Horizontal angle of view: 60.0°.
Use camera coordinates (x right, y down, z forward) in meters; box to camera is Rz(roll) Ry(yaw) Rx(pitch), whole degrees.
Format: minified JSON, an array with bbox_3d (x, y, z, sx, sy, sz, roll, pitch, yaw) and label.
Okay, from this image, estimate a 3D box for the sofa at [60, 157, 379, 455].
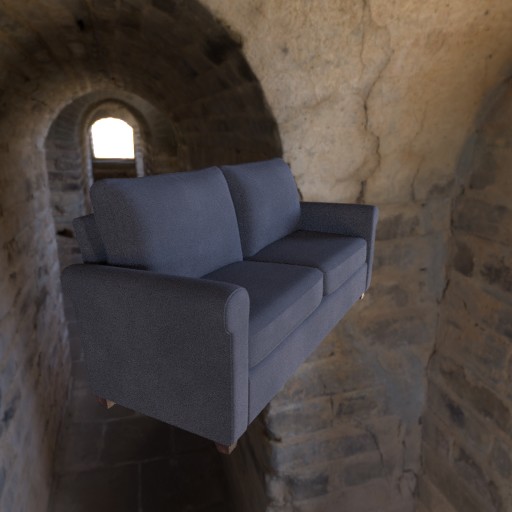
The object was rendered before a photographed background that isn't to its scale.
[{"bbox_3d":[0.000,0.000,2.390,0.842,0.942,1.935,9,18,27],"label":"sofa"}]
